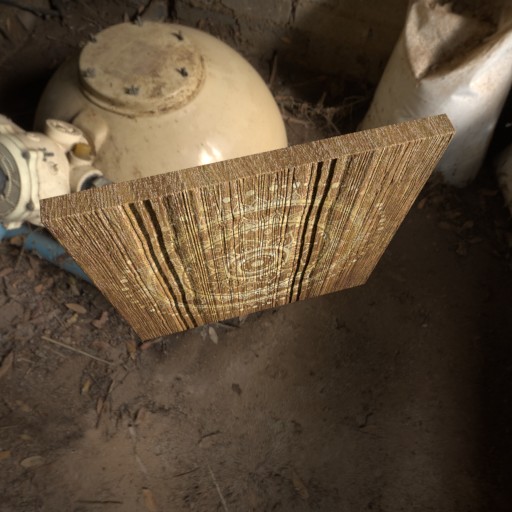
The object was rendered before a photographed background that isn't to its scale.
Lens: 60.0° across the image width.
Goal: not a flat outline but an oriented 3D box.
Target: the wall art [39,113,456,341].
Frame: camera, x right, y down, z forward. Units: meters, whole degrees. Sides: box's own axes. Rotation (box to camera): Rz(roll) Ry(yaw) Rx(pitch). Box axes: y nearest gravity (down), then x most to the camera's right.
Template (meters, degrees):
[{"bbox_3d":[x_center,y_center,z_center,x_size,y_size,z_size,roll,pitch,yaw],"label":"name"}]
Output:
[{"bbox_3d":[0.000,0.000,0.904,0.611,0.608,0.042,-14,65,-7],"label":"wall art"}]
